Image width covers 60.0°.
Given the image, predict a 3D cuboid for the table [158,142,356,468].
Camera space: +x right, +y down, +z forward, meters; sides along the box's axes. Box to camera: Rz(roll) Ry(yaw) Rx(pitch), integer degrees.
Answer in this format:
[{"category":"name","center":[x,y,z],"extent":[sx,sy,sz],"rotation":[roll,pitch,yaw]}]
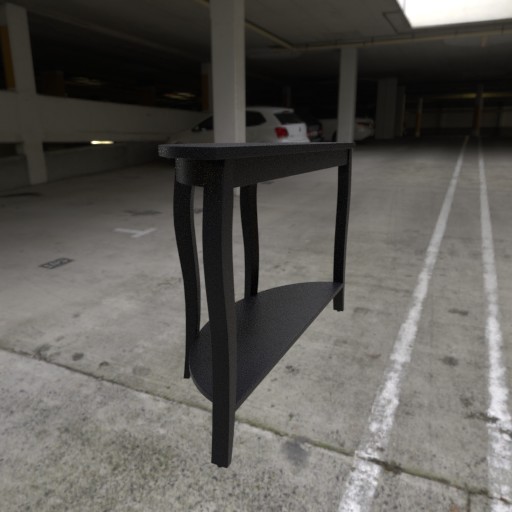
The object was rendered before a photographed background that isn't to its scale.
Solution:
[{"category":"table","center":[0.000,0.000,1.586],"extent":[0.394,0.780,1.219],"rotation":[7,16,24]}]
